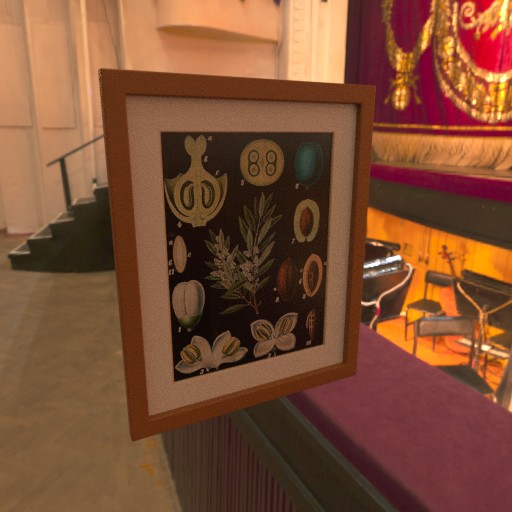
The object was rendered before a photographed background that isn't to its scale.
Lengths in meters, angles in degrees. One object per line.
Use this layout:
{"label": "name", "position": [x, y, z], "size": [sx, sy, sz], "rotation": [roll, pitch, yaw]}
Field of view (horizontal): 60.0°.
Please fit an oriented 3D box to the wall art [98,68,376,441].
{"label": "wall art", "position": [0.000, 0.000, 0.507], "size": [0.310, 0.379, 0.015], "rotation": [-8, 17, -26]}
